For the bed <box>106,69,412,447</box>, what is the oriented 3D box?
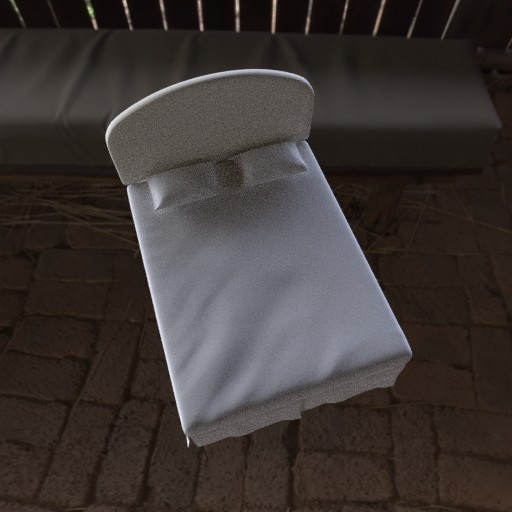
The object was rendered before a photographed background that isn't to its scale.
[{"bbox_3d":[0.000,0.000,3.016,1.607,1.410,2.005,-16,63,-8],"label":"bed"}]
